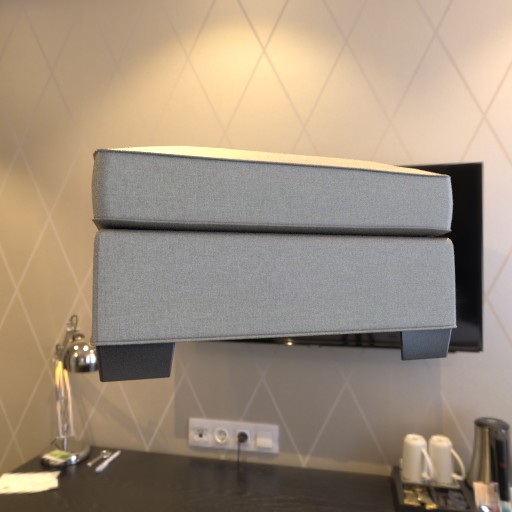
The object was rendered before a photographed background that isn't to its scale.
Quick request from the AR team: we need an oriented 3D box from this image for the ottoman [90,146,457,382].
[{"bbox_3d":[0.000,0.000,1.242,0.843,0.504,0.619,1,-2,-17],"label":"ottoman"}]
